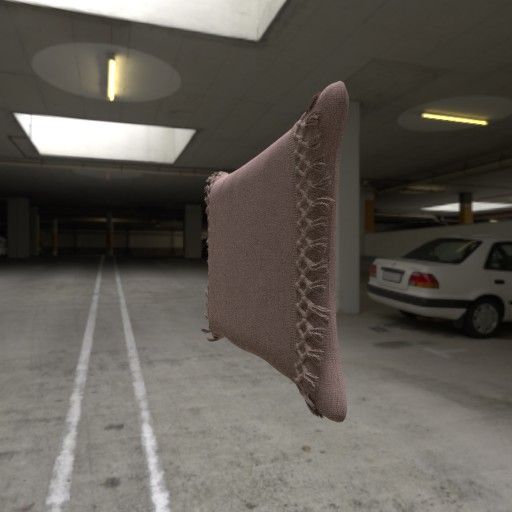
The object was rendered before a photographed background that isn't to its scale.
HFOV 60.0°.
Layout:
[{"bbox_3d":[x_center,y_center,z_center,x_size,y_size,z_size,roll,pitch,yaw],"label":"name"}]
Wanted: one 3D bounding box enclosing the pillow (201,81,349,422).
[{"bbox_3d":[0.000,0.000,0.597,0.084,0.305,0.466,0,0,-19],"label":"pillow"}]
